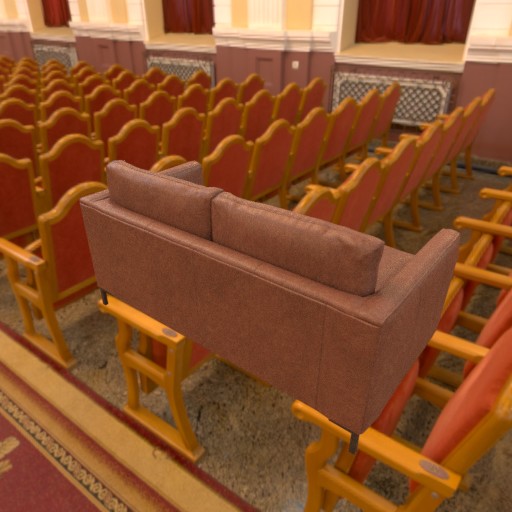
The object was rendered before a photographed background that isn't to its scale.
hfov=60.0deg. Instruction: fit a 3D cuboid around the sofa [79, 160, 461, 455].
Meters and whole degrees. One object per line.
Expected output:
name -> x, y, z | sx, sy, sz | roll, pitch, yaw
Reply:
sofa -> 0.000, 0.000, 2.334 | 1.797, 0.883, 0.899 | 21, 35, 32
